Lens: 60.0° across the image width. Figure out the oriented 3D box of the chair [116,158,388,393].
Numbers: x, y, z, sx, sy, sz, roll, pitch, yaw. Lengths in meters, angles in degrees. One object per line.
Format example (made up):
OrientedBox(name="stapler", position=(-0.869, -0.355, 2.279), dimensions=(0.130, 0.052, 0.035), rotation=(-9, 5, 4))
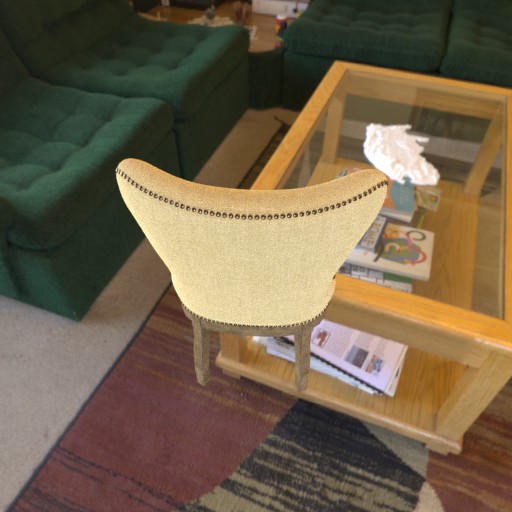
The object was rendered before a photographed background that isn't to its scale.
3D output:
OrientedBox(name="chair", position=(0.000, 0.000, 1.522), dimensions=(0.654, 1.002, 0.681), rotation=(3, 46, 3))
